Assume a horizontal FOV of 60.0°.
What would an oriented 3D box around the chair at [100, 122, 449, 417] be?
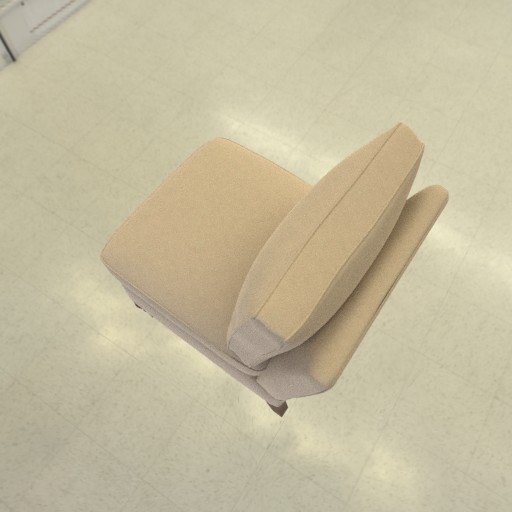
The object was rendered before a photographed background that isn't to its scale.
[{"bbox_3d":[0.000,0.000,1.600,0.912,1.052,0.724,32,67,15],"label":"chair"}]
